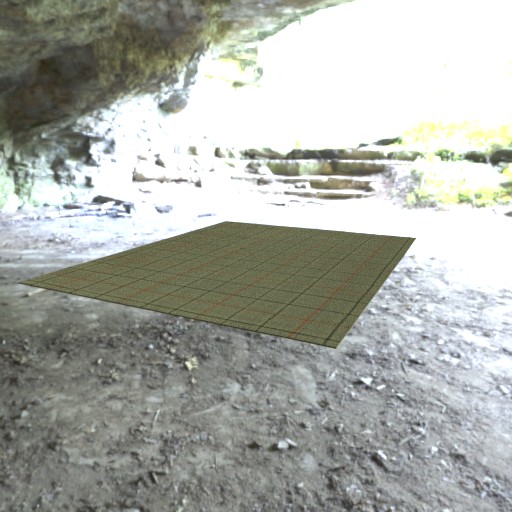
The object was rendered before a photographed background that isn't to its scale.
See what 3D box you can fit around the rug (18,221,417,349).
[{"bbox_3d":[0.000,0.000,4.087,2.444,0.012,3.048,7,16,26],"label":"rug"}]
